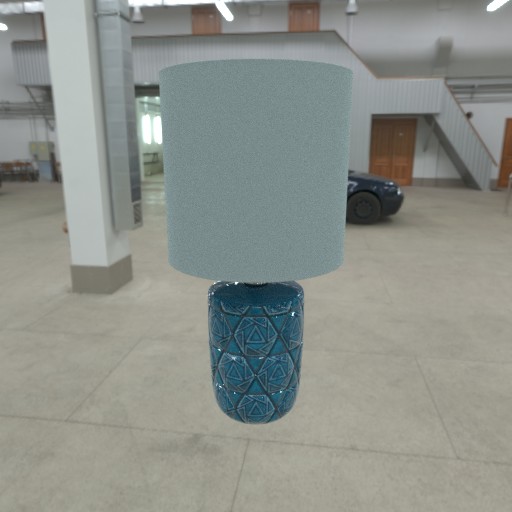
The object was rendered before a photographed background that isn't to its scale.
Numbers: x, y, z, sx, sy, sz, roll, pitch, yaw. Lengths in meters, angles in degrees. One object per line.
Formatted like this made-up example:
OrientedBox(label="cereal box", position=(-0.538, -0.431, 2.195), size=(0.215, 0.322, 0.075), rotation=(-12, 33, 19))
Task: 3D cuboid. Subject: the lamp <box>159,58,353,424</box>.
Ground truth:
OrientedBox(label="lamp", position=(0.000, 0.000, 0.496), size=(0.193, 0.377, 0.193), rotation=(-7, 16, -26))
